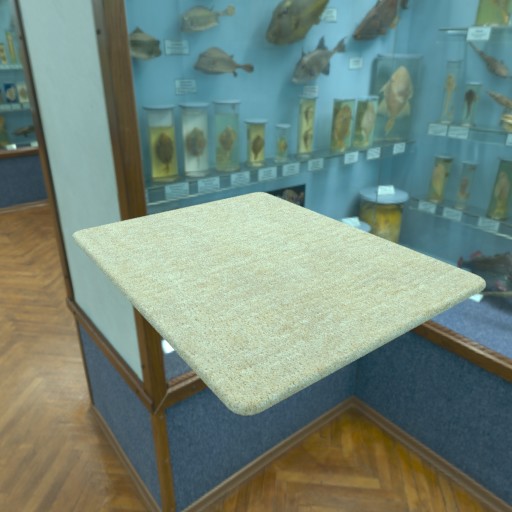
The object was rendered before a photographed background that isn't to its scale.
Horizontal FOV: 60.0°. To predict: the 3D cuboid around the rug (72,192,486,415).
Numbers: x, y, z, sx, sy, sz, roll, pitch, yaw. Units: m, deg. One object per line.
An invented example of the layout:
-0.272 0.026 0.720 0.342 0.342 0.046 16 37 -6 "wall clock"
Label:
0.000 0.000 3.310 2.009 0.048 2.528 -17 30 -32 "rug"
